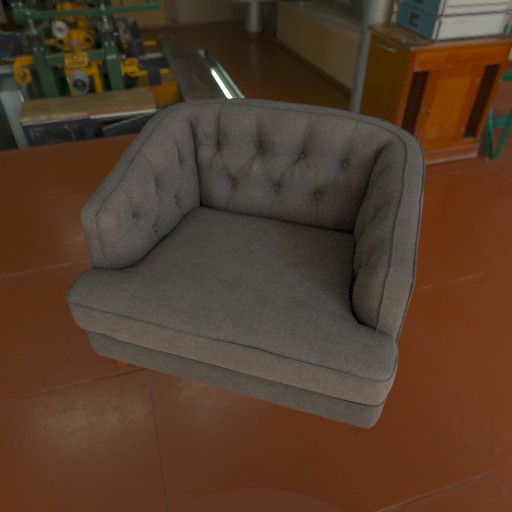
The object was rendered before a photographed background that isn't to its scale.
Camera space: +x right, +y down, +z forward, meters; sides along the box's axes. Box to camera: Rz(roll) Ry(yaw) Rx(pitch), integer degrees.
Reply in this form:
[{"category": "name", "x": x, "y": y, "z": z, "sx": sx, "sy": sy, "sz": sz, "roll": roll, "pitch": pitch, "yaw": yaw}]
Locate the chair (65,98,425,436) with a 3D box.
[{"category": "chair", "x": 0.000, "y": 0.000, "z": 1.697, "sx": 1.104, "sy": 0.852, "sz": 0.941, "roll": 11, "pitch": 42, "yaw": 13}]
